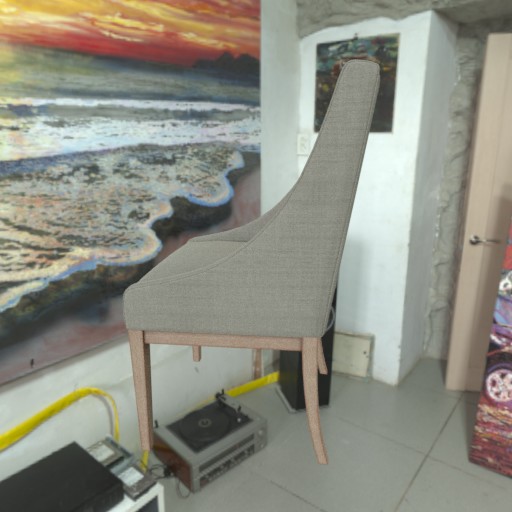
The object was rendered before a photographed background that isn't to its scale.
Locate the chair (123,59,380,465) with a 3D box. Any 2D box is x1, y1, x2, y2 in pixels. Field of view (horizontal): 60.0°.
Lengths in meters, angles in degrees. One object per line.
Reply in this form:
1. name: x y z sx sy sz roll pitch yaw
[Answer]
1. chair: 0.000 0.000 1.344 0.611 1.021 0.575 2 16 8
